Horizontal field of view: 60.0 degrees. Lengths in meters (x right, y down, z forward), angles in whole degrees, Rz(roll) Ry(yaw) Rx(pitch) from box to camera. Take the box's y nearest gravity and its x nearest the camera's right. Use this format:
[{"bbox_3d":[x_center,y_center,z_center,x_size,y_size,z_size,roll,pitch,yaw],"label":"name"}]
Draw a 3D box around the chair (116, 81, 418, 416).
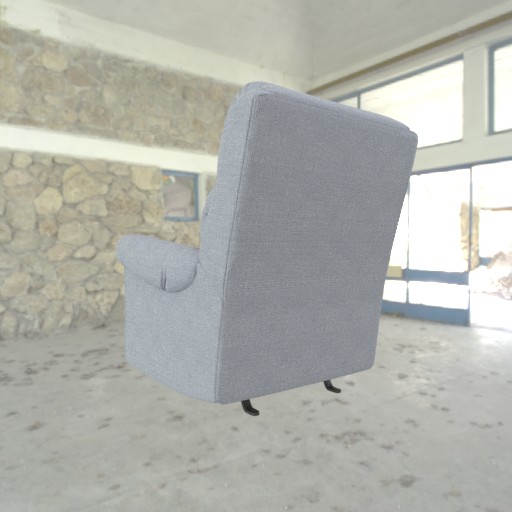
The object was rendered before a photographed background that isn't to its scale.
[{"bbox_3d":[0.000,0.000,1.792,0.838,1.054,1.014,-1,1,-36],"label":"chair"}]
